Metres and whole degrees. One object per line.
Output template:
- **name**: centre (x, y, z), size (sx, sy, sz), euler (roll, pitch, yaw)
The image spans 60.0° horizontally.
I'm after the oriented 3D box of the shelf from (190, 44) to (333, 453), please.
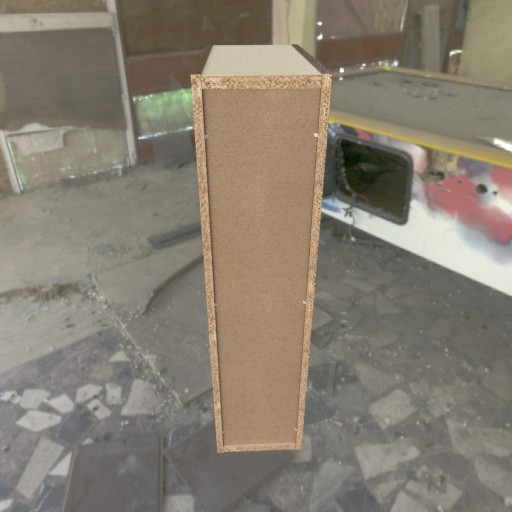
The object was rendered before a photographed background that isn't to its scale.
- **shelf**: centre (0.000, 0.000, 0.724), size (0.147, 0.600, 0.290), euler (-1, 31, -2)
